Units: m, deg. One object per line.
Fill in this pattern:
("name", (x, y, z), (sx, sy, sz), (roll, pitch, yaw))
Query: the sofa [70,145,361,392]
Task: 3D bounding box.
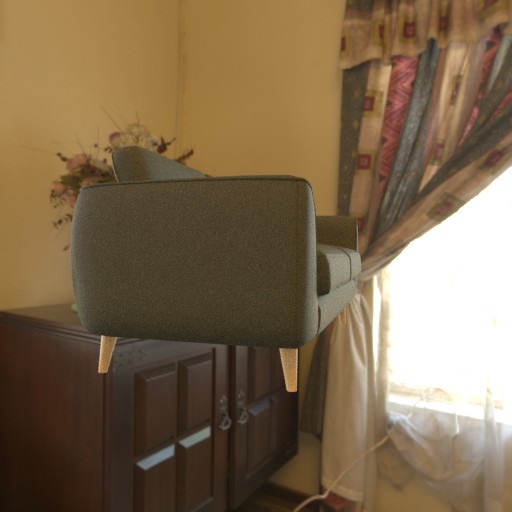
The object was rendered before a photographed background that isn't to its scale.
("sofa", (0.000, 0.000, 2.179), (0.920, 0.850, 1.700), (0, 1, 18))
